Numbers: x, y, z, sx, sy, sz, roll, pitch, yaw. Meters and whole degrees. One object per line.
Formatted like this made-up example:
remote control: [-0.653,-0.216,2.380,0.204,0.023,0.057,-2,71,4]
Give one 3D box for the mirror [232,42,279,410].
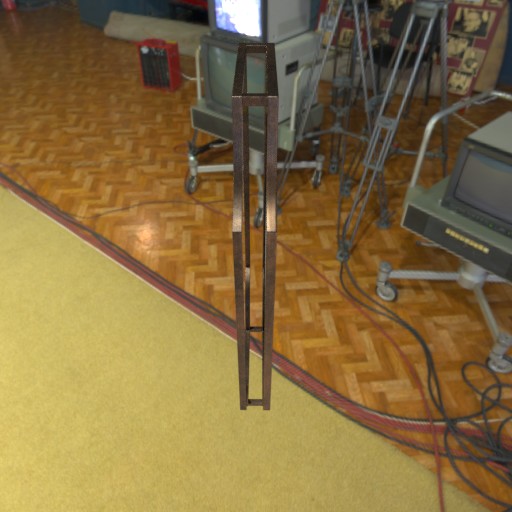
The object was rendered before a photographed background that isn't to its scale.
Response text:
mirror: [0.000,0.000,0.979,0.066,0.811,0.462,0,41,0]
